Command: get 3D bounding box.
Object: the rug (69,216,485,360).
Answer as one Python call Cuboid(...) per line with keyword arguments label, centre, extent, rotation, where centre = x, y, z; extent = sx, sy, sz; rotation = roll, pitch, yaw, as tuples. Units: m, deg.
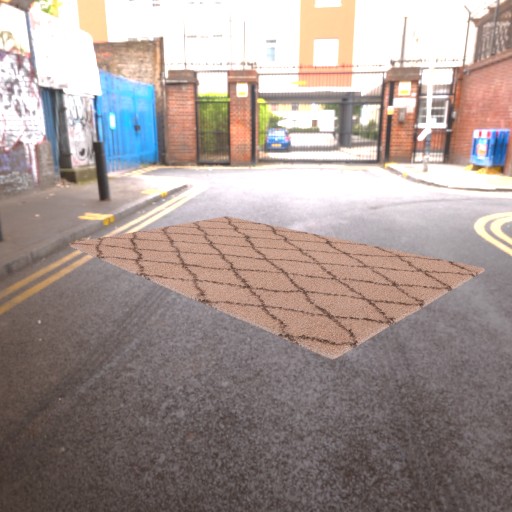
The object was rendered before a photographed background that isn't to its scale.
Cuboid(label="rug", centre=(0.000, 0.000, 3.416), extent=(1.778, 0.030, 2.743), rotation=(-15, 22, -42))
